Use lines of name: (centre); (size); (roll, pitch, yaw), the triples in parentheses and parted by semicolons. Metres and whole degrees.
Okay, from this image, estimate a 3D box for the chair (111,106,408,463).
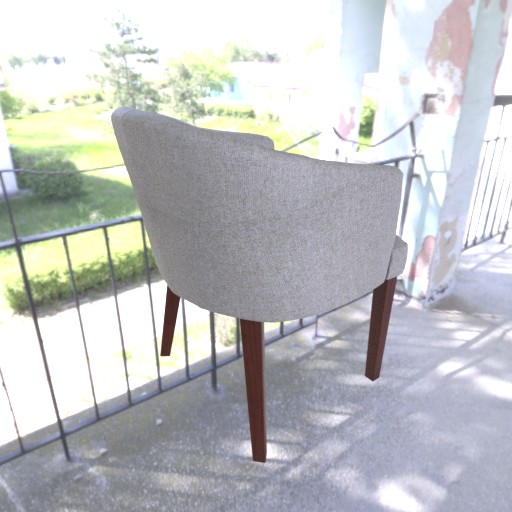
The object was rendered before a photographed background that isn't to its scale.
chair: (0.000, 0.000, 1.213); (0.655, 0.811, 0.583); (-17, 30, -33)
